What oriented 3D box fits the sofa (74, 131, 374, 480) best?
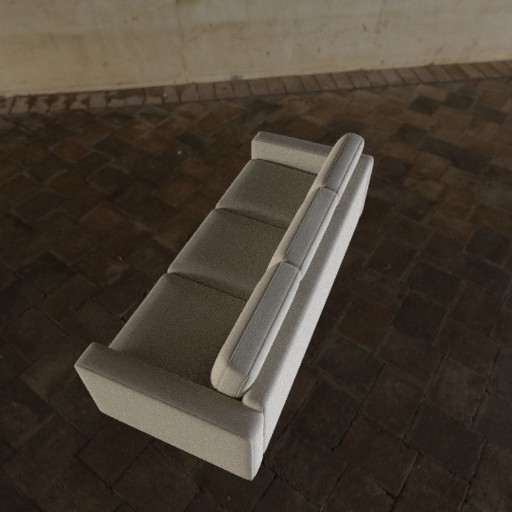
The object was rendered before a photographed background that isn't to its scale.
[{"bbox_3d":[0.000,0.000,2.659,0.900,0.800,2.160,17,49,16],"label":"sofa"}]
